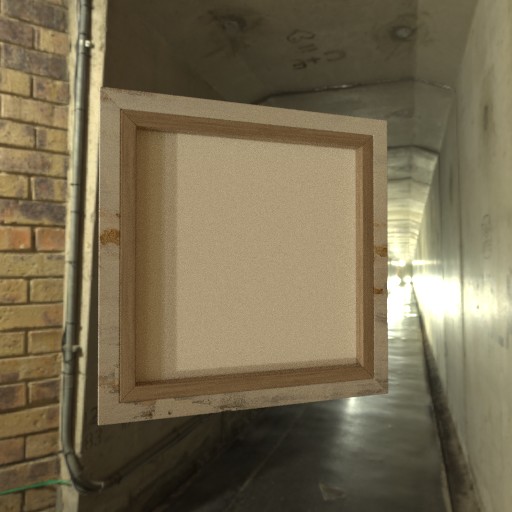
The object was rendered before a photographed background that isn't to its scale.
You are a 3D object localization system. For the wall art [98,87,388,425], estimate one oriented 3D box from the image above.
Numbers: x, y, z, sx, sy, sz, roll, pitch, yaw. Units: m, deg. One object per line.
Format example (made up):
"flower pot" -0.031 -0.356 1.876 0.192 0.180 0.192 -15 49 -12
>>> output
"wall art" 0.000 0.000 0.915 0.611 0.613 0.040 0 -1 -19
